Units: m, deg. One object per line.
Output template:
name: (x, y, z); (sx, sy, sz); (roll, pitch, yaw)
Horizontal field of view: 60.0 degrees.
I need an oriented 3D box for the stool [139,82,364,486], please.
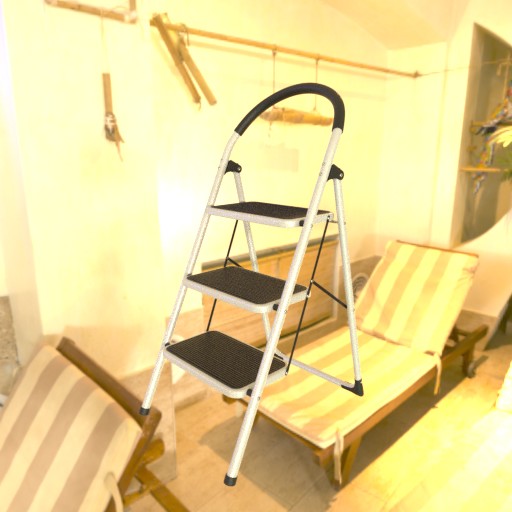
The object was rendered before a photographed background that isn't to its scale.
stool: (0.000, 0.000, 1.460); (0.676, 1.109, 0.485); (-13, 20, -42)
